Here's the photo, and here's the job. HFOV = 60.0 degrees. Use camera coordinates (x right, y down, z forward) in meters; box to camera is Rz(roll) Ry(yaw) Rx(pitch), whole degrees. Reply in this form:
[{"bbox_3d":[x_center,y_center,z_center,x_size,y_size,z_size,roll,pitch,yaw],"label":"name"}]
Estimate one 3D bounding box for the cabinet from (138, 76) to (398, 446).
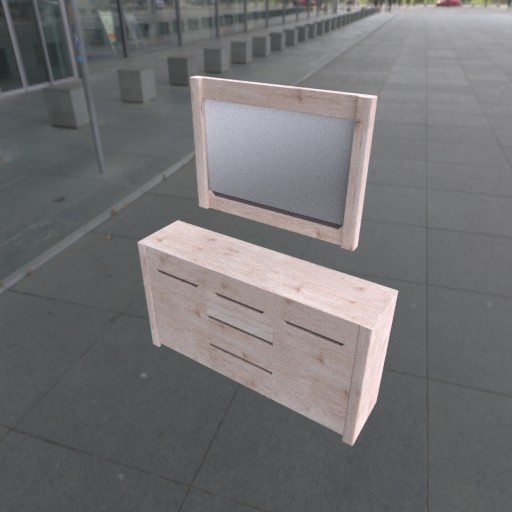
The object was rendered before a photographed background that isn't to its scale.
[{"bbox_3d":[0.000,0.000,2.790,1.700,1.981,0.420,18,35,28],"label":"cabinet"}]
